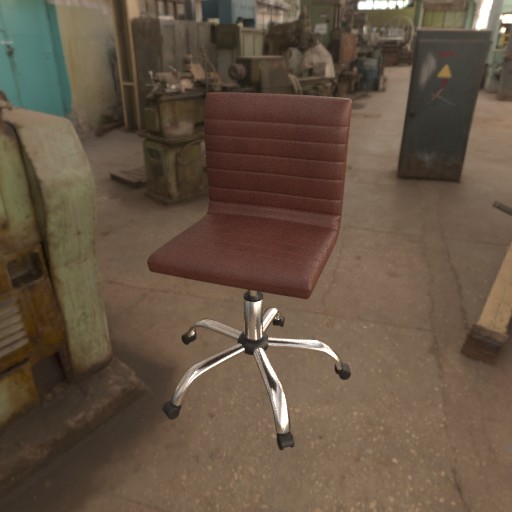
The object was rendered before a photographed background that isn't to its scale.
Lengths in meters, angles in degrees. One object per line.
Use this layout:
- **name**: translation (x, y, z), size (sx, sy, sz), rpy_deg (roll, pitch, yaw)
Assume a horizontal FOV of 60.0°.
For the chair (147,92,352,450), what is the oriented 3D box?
- **chair**: translation (0.000, 0.000, 1.175), size (0.556, 0.780, 0.530), rpy_deg (9, 28, 17)
